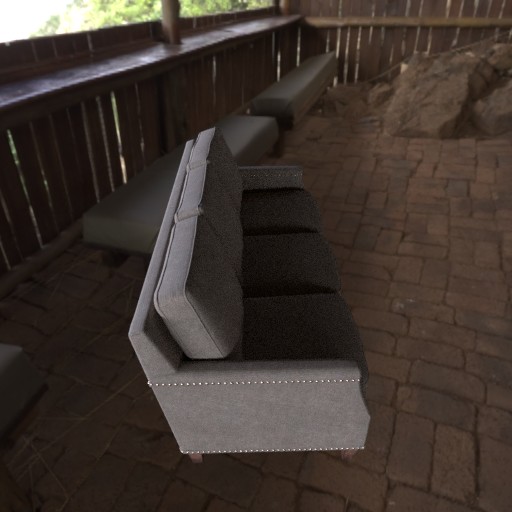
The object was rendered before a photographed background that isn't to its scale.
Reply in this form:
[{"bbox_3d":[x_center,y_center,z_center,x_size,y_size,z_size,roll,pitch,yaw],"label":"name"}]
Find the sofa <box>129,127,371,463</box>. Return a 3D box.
[{"bbox_3d":[0.000,0.000,2.803,1.034,1.042,2.226,-1,33,-1],"label":"sofa"}]
